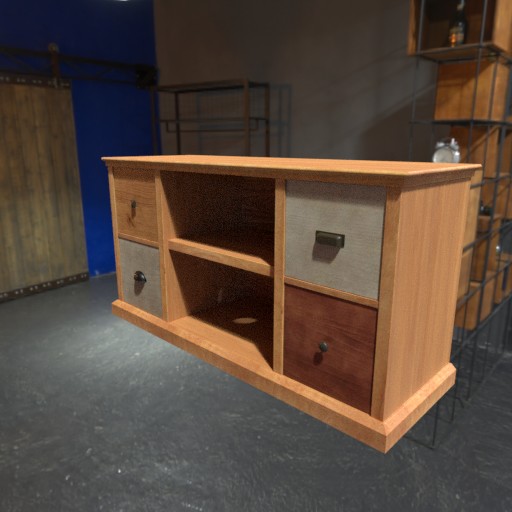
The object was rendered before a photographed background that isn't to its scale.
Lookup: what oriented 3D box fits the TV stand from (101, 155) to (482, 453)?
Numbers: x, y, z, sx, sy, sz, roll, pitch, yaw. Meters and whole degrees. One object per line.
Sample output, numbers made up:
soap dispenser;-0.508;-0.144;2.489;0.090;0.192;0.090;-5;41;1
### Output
TV stand;0.000;0.000;1.437;1.181;0.607;0.417;13;20;42
